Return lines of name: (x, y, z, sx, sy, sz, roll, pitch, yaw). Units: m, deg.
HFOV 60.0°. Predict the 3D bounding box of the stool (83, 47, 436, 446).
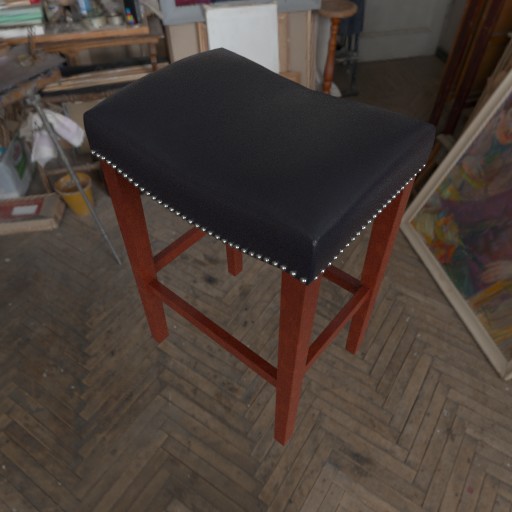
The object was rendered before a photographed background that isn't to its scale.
stool: (0.000, 0.000, 1.006, 0.504, 0.742, 0.372, 32, 55, 26)
